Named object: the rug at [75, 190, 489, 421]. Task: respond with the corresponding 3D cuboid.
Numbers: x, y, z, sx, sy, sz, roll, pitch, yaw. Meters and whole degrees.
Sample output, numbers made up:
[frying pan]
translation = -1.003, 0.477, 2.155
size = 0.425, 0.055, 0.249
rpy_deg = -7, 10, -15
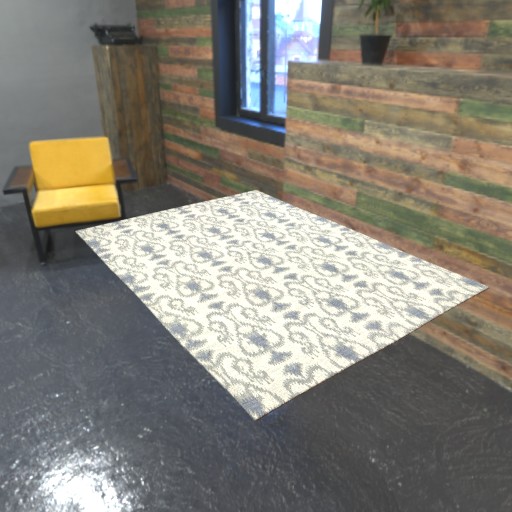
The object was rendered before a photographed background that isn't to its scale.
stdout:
[rug]
translation = 0.000, 0.000, 2.919
size = 1.676, 0.013, 2.261
rpy_deg = -18, 31, -32
